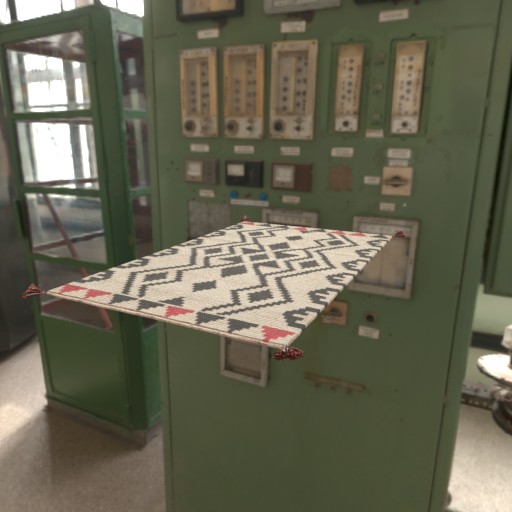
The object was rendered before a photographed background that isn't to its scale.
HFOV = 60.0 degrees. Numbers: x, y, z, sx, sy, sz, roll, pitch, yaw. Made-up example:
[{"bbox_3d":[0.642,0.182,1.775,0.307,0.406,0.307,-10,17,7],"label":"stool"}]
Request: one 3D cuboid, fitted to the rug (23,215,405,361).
[{"bbox_3d":[0.000,0.000,3.288,1.741,0.066,2.672,8,17,26],"label":"rug"}]
